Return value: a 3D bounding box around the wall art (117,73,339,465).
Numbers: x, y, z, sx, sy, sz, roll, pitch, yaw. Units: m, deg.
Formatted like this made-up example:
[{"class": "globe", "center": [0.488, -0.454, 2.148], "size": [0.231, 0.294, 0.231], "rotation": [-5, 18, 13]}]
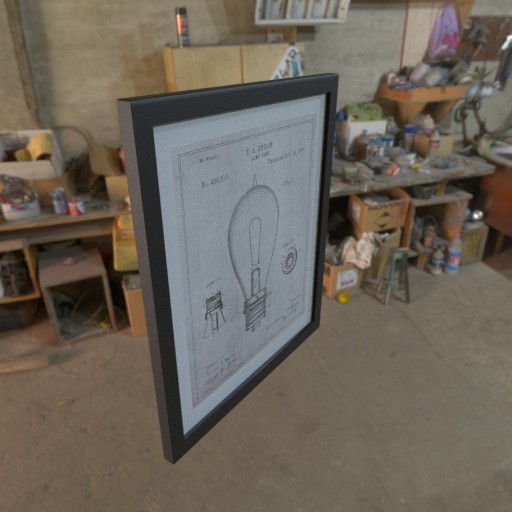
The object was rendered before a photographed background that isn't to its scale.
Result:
[{"class": "wall art", "center": [0.000, 0.000, 0.697], "size": [0.021, 0.509, 0.430], "rotation": [18, 32, 32]}]
